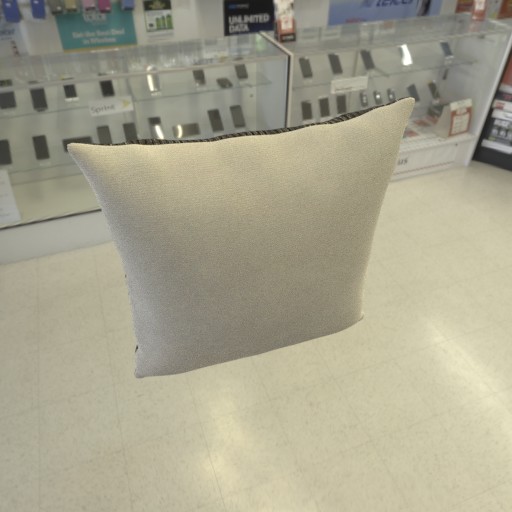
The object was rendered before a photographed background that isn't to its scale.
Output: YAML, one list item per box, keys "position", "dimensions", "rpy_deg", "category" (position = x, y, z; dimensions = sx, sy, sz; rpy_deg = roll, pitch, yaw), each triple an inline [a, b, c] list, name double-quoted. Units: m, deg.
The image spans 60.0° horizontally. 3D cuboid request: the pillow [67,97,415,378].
- position: [0.000, 0.000, 0.666]
  dimensions: [0.433, 0.434, 0.196]
  rpy_deg: [-12, 42, -13]
  category: "pillow"
